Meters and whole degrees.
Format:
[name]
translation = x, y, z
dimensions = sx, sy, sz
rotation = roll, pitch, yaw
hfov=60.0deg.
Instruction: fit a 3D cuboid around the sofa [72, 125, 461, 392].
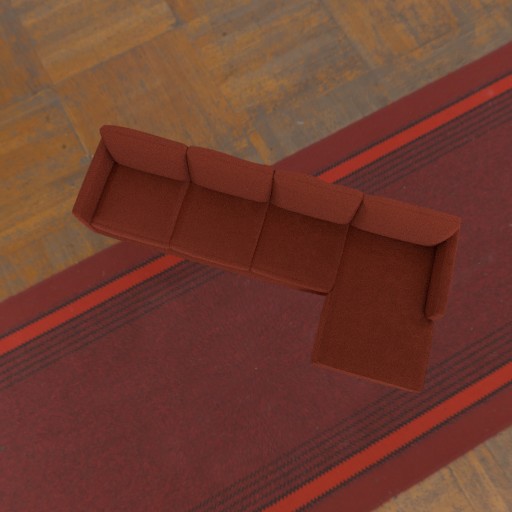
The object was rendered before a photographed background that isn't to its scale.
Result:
[sofa]
translation = 0.000, 0.000, 3.491
dimensions = 2.932, 0.810, 1.350
rotation = 16, 76, 4
